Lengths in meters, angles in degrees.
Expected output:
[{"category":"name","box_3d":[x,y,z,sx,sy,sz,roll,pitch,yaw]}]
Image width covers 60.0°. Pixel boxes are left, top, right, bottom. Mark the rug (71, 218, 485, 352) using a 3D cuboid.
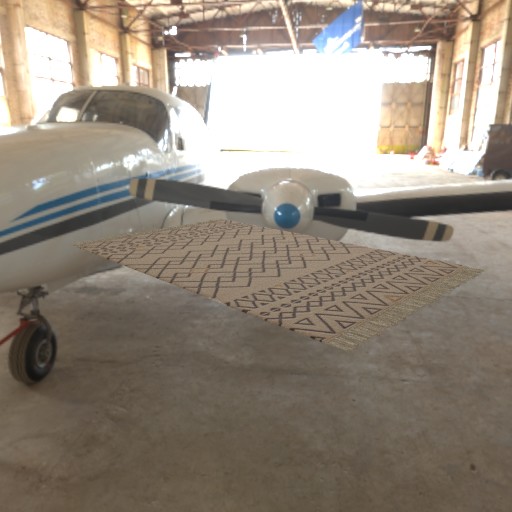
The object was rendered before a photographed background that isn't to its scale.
[{"category":"rug","box_3d":[0.000,0.000,2.469,2.023,0.028,1.224,15,21,43]}]
